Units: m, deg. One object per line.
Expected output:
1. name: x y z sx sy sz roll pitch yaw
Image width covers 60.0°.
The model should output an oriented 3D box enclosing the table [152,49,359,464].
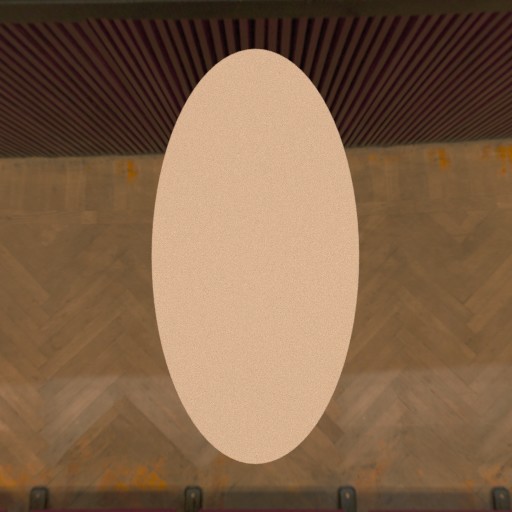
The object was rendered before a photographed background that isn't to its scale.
1. table: 0.000 0.000 1.351 0.542 0.390 1.083 0 89 1
